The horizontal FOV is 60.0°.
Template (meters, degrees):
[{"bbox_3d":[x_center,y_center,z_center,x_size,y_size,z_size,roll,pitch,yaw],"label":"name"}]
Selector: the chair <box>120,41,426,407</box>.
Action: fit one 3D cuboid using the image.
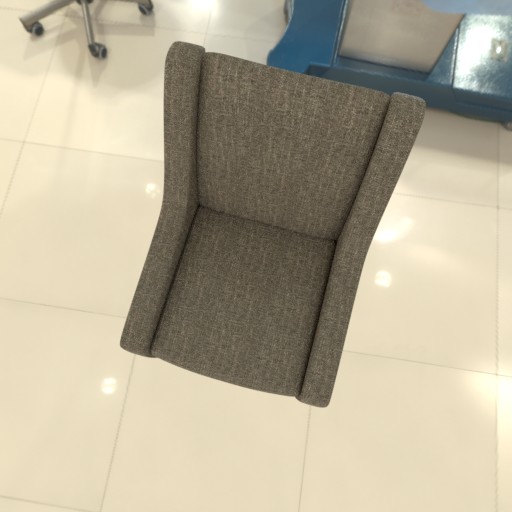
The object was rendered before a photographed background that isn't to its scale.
[{"bbox_3d":[0.000,0.000,1.670,0.793,1.012,0.944,15,75,4],"label":"chair"}]
